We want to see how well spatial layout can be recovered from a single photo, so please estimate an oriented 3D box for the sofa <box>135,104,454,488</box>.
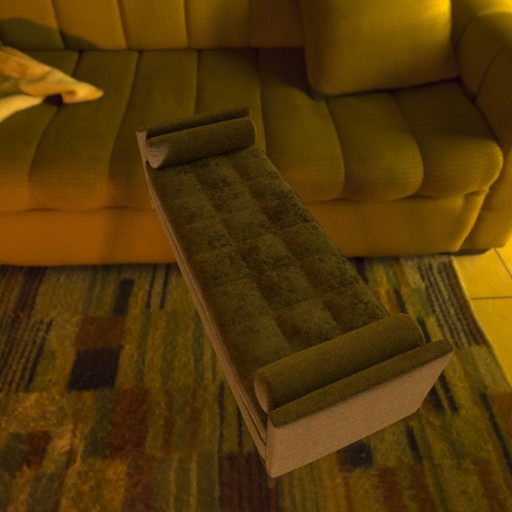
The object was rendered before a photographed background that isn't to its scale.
[{"bbox_3d":[0.000,0.000,2.478,0.797,0.657,2.102,-18,50,-16],"label":"sofa"}]
